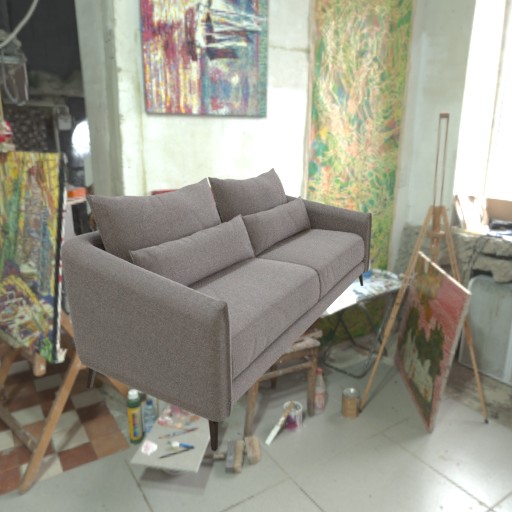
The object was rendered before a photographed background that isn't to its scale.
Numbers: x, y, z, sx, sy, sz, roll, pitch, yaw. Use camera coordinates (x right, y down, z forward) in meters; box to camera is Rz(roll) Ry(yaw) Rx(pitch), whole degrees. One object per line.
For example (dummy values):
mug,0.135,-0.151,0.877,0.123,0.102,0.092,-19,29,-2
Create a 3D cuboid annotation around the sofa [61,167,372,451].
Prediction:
sofa,0.000,0.000,2.435,0.809,0.833,2.022,8,17,27
